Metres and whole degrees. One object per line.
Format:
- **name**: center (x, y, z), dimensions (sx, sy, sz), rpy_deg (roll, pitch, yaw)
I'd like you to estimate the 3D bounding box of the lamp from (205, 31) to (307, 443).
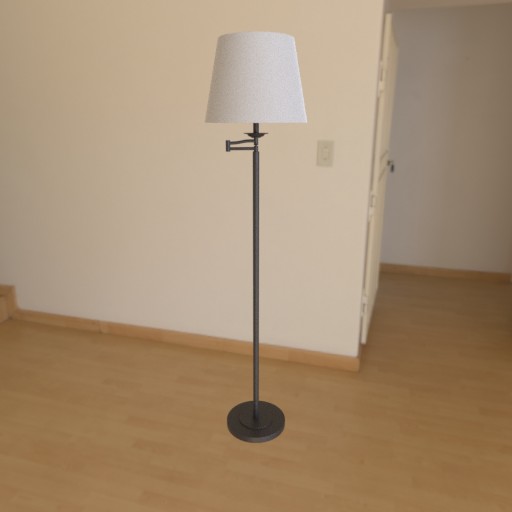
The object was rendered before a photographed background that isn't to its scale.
- **lamp**: center (0.000, 0.000, 1.652), dimensions (0.348, 1.473, 0.348), rpy_deg (-3, 17, -8)
